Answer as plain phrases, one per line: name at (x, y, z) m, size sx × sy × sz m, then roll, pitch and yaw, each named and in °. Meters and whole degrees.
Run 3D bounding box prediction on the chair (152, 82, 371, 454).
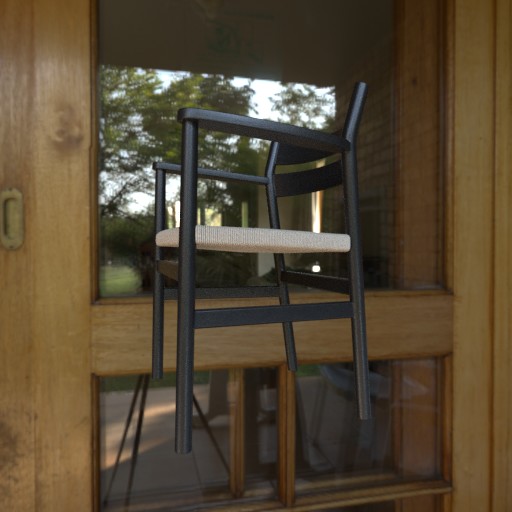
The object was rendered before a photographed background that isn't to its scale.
chair at (0.000, 0.000, 1.196) m, size 0.508 × 0.775 × 0.630 m, roll 0°, pitch 1°, yaw -18°
